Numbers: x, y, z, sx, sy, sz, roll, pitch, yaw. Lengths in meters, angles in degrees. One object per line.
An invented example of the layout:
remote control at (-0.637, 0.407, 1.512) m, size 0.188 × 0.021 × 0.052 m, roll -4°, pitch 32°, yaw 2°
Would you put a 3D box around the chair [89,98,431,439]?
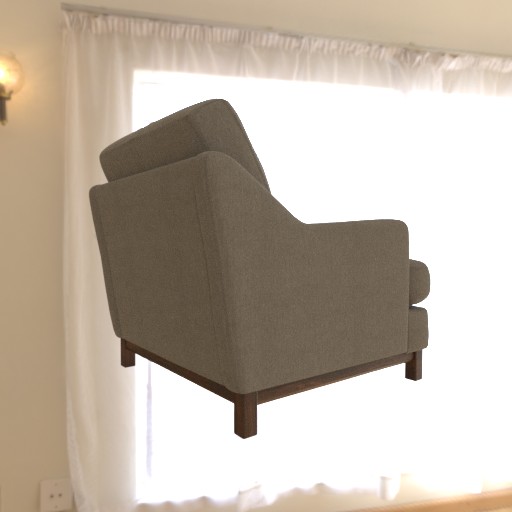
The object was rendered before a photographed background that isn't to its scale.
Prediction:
chair at (0.000, 0.000, 1.528) m, size 0.892 × 0.821 × 0.826 m, roll -2°, pitch 2°, yaw -38°
